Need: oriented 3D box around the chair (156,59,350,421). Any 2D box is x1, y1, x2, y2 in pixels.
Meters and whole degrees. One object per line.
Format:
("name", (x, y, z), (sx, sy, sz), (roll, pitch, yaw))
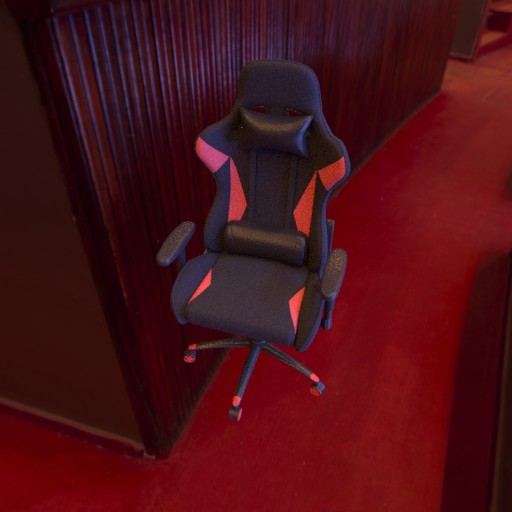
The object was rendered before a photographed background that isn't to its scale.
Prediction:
("chair", (0.000, 0.000, 1.734), (0.695, 1.326, 0.658), (11, 40, 13))
